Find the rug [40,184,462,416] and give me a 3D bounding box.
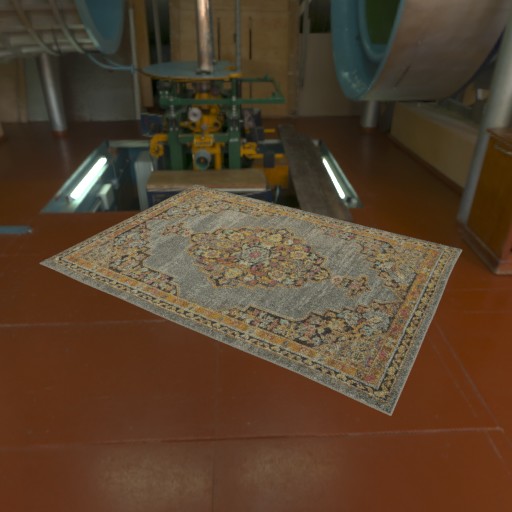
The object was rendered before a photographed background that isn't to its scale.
[{"bbox_3d":[0.000,0.000,3.911,3.063,0.024,2.158,17,35,27],"label":"rug"}]
